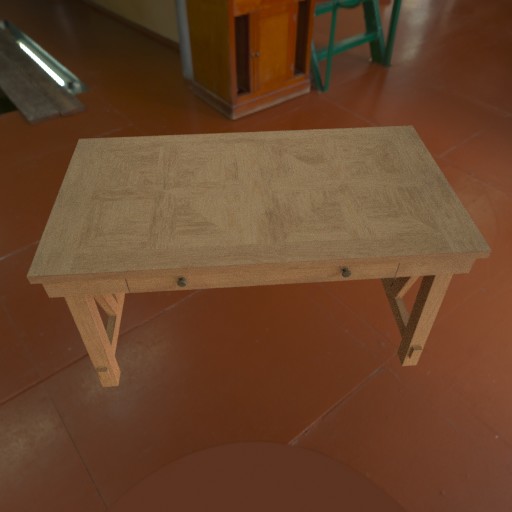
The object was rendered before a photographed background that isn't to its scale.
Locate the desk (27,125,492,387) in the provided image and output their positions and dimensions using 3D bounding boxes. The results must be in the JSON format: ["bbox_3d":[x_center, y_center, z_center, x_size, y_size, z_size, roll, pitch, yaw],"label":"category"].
[{"bbox_3d":[0.000,0.000,1.978,1.499,0.762,0.813,-3,46,-3],"label":"desk"}]
